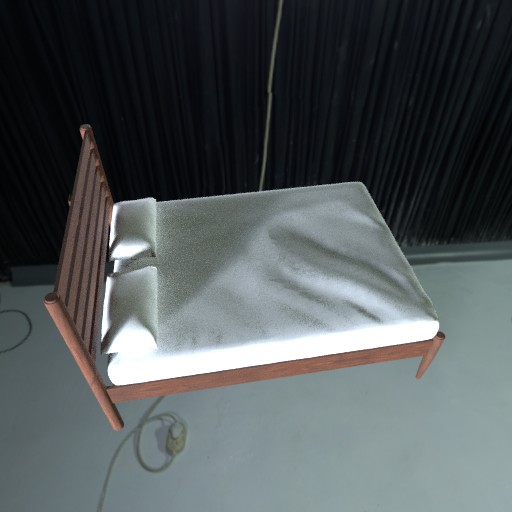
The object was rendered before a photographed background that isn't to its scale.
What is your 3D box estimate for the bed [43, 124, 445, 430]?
[{"bbox_3d":[0.000,0.000,2.978,2.093,1.304,1.509,-7,46,-7],"label":"bed"}]
